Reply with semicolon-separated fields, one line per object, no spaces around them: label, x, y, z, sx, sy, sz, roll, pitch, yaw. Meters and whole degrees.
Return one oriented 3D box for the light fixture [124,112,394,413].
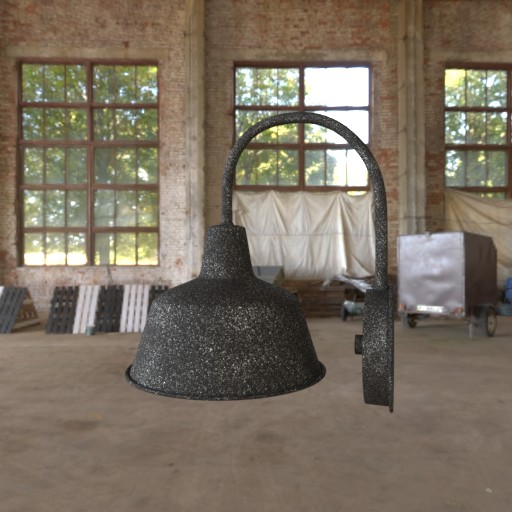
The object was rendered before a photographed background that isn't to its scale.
light fixture;0.000;0.000;0.476;0.283;0.300;0.216;0;0;18
